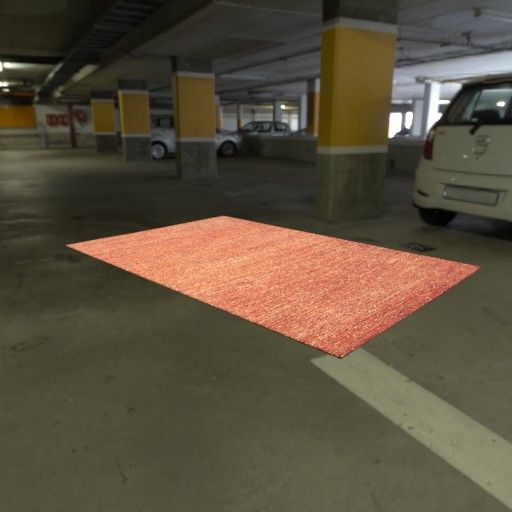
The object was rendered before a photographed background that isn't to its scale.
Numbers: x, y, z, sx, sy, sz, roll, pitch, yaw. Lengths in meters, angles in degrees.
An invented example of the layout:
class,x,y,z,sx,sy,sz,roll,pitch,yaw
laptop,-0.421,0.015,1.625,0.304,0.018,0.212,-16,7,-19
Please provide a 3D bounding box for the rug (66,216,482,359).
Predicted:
class,x,y,z,sx,sy,sz,roll,pitch,yaw
rug,0.000,0.000,2.194,1.747,0.011,1.139,15,22,42
